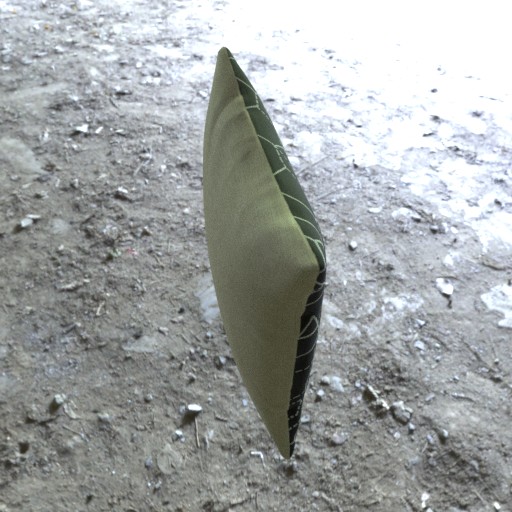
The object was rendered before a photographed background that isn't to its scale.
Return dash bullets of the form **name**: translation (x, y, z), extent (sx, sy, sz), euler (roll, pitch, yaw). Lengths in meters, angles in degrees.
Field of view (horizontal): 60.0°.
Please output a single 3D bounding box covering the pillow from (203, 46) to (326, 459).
- **pillow**: translation (0.000, 0.000, 0.761), extent (0.158, 0.508, 0.517), euler (-9, 48, -8)
